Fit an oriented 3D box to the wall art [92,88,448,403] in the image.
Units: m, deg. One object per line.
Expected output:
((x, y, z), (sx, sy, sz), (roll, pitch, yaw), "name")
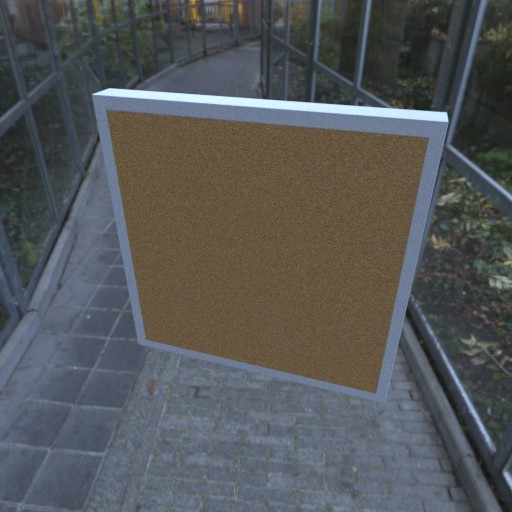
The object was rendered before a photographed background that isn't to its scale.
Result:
((0.000, 0.000, 0.607), (0.406, 0.406, 0.038), (10, 33, 15), "wall art")
